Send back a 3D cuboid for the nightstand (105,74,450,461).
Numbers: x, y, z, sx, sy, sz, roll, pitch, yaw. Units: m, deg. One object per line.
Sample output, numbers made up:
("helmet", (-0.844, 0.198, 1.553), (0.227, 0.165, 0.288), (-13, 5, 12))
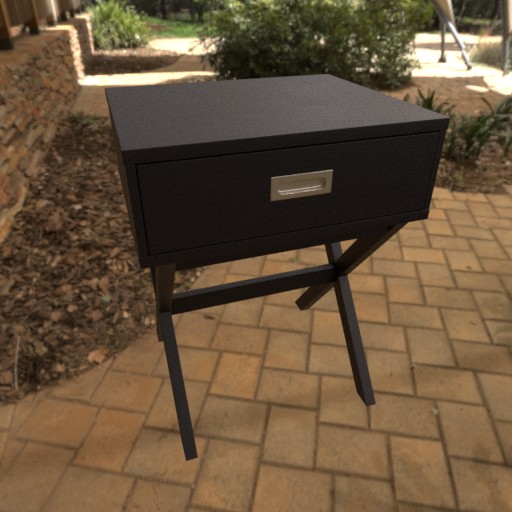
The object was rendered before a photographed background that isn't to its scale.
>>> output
("nightstand", (0.000, 0.000, 0.921), (0.479, 0.623, 0.402), (-10, 33, -16))
